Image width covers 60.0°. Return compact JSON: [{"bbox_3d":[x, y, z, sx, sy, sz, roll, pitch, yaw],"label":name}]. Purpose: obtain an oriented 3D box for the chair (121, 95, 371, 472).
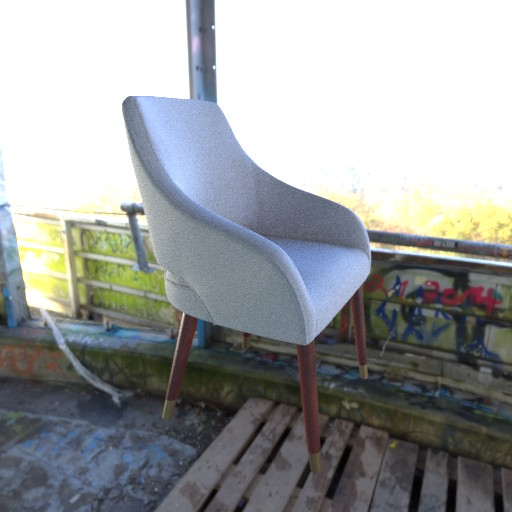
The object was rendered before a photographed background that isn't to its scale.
[{"bbox_3d":[0.000,0.000,1.291,0.600,0.889,0.609,8,18,26],"label":"chair"}]
